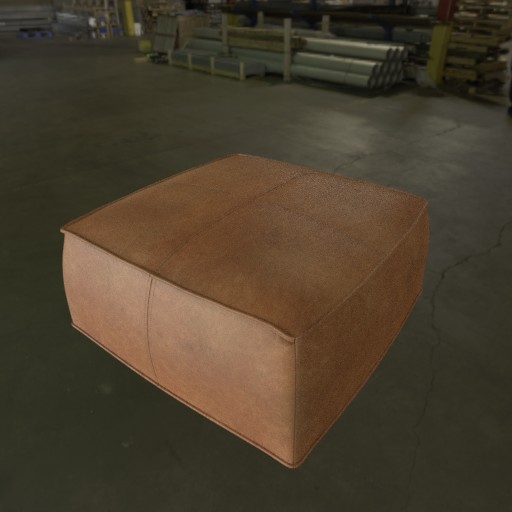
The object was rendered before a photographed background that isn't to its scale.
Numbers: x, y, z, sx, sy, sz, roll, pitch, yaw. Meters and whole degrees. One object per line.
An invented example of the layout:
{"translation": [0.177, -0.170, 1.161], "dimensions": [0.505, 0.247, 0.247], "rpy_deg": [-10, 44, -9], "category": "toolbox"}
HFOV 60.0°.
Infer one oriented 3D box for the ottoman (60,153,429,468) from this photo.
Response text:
{"translation": [0.000, 0.000, 1.399], "dimensions": [0.901, 0.395, 0.902], "rpy_deg": [21, 37, 30], "category": "ottoman"}
